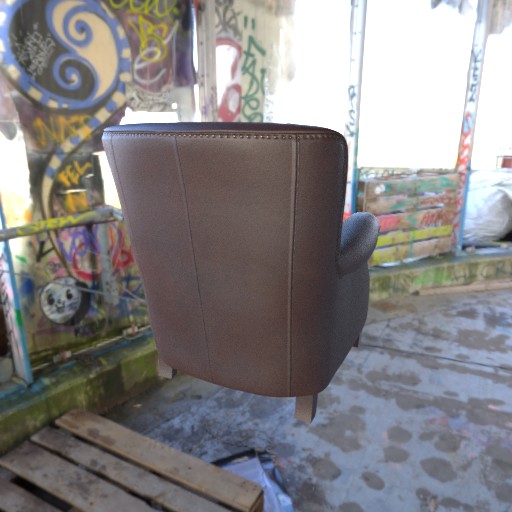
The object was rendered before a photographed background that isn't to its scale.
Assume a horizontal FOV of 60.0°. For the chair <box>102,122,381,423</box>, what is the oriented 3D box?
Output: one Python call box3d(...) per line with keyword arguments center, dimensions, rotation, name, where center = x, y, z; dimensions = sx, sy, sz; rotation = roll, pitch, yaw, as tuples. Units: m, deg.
box3d(center=(0.000, 0.000, 1.389), dimensions=(0.700, 0.800, 0.746), rotation=(9, 18, 27), name="chair")
